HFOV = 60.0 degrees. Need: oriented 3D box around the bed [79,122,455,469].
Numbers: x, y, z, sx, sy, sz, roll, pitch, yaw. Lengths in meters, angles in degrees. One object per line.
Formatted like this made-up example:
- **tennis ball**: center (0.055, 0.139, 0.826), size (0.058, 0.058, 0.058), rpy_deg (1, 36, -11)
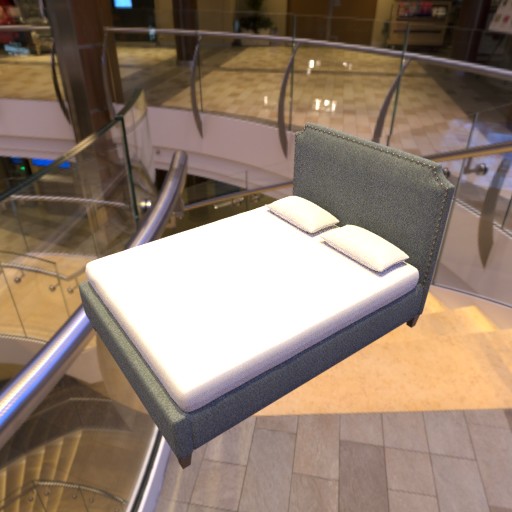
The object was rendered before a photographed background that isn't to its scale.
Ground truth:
- **bed**: center (0.000, 0.000, 3.485), size (2.372, 1.443, 1.712), rpy_deg (-21, 37, -30)
